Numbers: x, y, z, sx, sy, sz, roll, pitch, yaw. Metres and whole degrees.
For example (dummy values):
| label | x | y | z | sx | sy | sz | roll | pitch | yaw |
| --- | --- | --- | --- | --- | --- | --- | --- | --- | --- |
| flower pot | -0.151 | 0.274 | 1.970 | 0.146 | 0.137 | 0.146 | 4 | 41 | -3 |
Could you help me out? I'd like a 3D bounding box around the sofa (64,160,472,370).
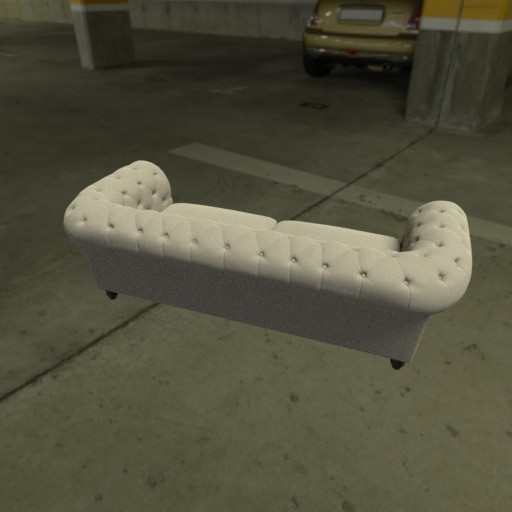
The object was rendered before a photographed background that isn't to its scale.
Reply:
| label | x | y | z | sx | sy | sz | roll | pitch | yaw |
| --- | --- | --- | --- | --- | --- | --- | --- | --- | --- |
| sofa | 0.000 | 0.000 | 2.800 | 2.411 | 0.749 | 0.991 | 11 | 33 | 17 |
